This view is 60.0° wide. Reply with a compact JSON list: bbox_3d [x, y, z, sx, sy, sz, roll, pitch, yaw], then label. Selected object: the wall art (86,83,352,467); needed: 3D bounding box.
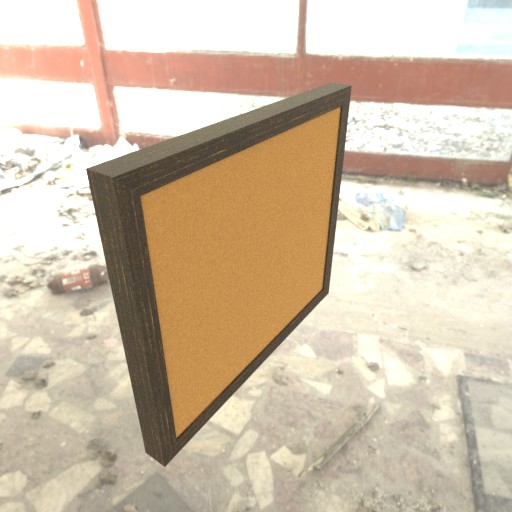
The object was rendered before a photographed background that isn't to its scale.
[{"bbox_3d":[0.000,0.000,0.528,0.031,0.330,0.381,20,37,29],"label":"wall art"}]
